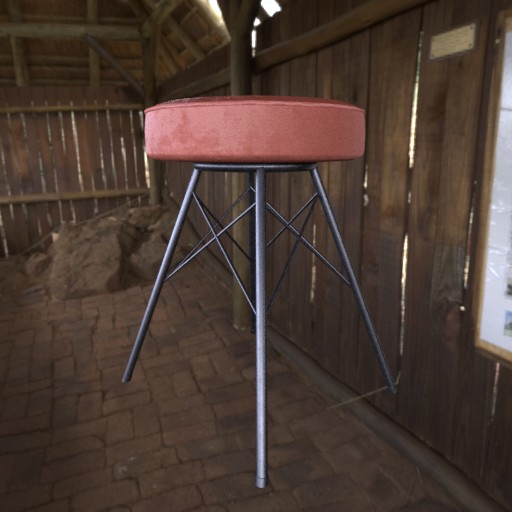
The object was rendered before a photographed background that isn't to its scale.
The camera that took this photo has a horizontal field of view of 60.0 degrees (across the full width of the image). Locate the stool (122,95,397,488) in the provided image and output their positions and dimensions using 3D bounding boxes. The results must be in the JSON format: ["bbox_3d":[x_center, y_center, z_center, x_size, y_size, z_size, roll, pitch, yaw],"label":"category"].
[{"bbox_3d":[0.000,0.000,0.911,0.421,0.593,0.457,-13,18,-42],"label":"stool"}]
